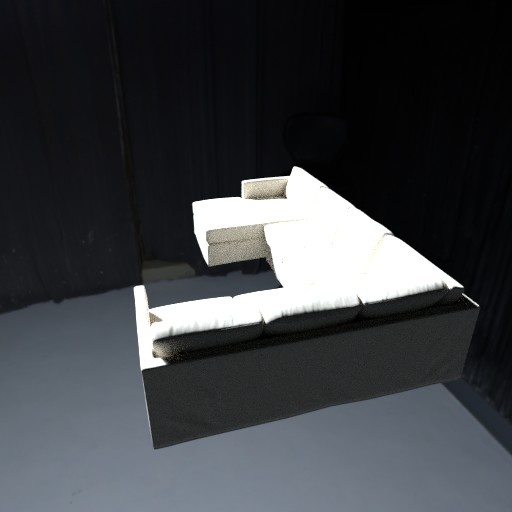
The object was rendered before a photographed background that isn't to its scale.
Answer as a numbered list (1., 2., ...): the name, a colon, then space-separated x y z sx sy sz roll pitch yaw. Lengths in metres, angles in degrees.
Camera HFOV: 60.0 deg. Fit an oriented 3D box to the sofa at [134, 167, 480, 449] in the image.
1. sofa: 0.000 0.000 4.504 2.448 0.882 3.464 -8 28 -15
